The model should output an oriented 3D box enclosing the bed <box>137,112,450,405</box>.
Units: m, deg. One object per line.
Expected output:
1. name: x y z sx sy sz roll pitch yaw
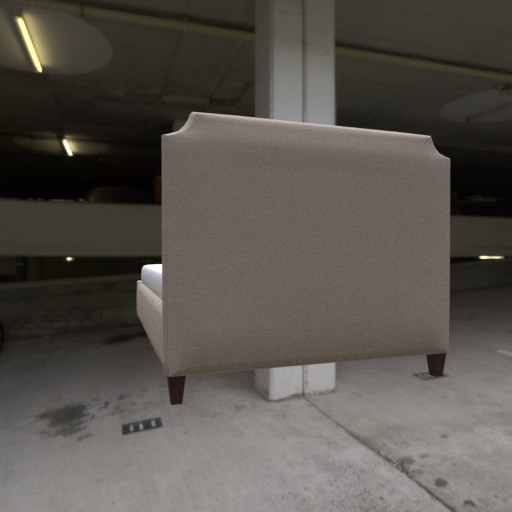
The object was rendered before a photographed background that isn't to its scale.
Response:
1. bed: 0.000 0.000 3.489 1.713 1.443 2.372 0 0 -18
